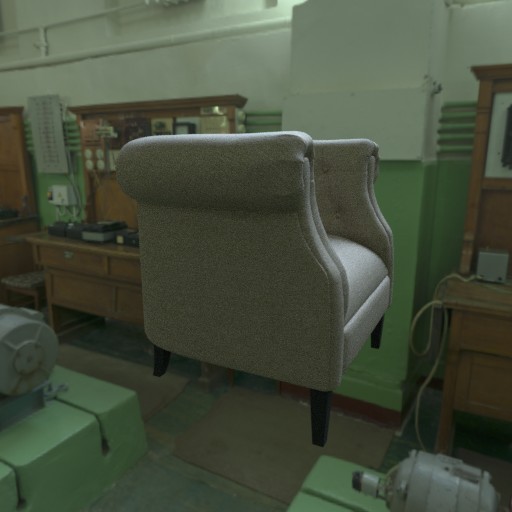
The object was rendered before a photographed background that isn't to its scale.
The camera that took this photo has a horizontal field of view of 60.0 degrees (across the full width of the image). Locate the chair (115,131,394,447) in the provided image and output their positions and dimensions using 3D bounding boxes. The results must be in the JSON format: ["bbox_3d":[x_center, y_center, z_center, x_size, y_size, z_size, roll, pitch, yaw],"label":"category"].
[{"bbox_3d":[0.000,0.000,1.584,0.852,0.827,0.905,7,15,26],"label":"chair"}]
